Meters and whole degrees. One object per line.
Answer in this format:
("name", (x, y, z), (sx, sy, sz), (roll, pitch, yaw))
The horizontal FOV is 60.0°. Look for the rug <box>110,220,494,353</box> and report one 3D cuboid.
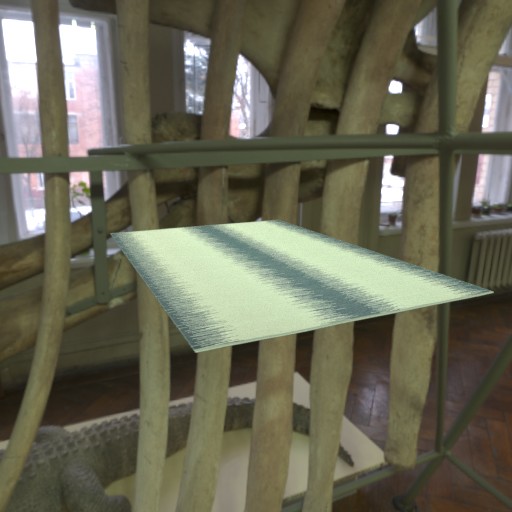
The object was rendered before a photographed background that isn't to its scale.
("rug", (0.000, 0.000, 2.317), (1.234, 0.006, 1.854), (-7, 16, -24))
